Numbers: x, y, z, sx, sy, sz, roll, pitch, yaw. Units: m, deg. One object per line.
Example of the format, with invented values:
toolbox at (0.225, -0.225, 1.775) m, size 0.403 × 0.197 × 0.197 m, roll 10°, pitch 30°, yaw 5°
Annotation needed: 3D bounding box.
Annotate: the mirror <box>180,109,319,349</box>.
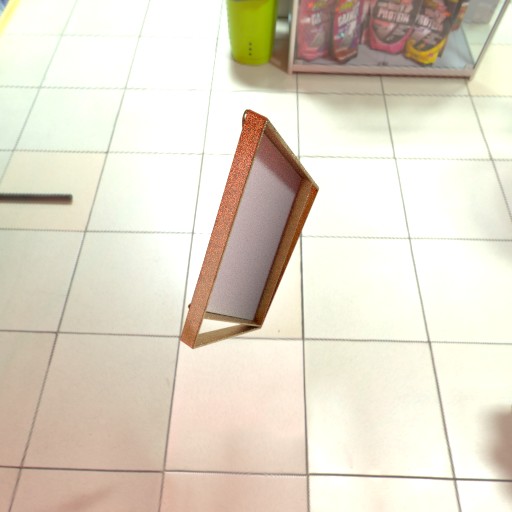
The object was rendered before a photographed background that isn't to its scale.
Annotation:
mirror at (0.000, 0.000, 0.835) m, size 0.032 × 0.679 × 0.419 m, roll 30°, pitch 64°, yaw 17°
